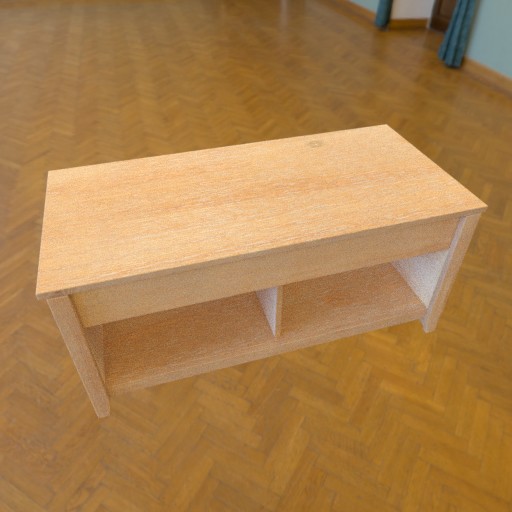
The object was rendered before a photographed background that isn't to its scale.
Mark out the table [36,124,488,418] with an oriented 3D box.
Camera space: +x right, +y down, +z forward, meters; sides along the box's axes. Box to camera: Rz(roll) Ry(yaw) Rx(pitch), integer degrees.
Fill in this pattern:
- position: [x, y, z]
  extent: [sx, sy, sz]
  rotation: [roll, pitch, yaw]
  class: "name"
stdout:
- position: [0.000, 0.000, 1.272]
  extent: [1.016, 0.457, 0.483]
  rotation: [-11, 42, -13]
  class: "table"
